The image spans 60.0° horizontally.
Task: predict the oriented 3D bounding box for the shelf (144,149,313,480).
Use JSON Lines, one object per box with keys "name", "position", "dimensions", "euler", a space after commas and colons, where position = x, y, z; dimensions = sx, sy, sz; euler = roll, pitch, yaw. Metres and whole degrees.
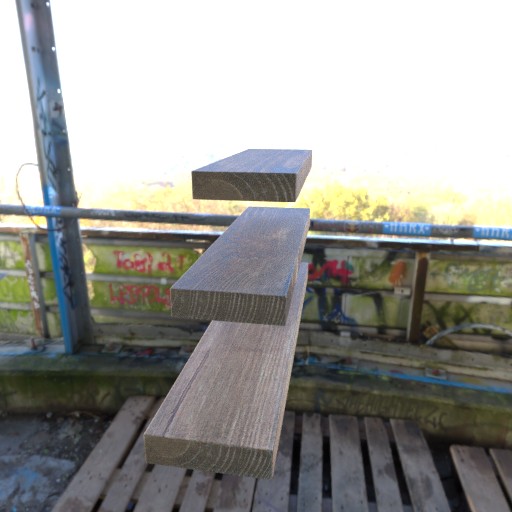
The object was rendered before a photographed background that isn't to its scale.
{"name": "shelf", "position": [0.000, 0.000, 0.715], "dimensions": [0.140, 0.293, 0.610], "euler": [3, 18, 9]}
